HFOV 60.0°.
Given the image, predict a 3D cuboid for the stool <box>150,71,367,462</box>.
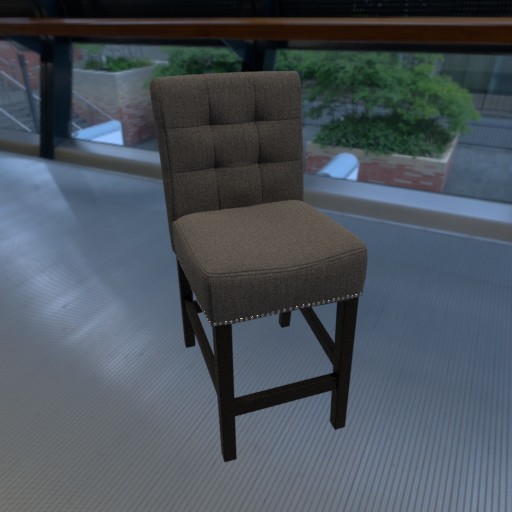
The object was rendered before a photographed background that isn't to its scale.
[{"bbox_3d":[0.000,0.000,1.231,0.427,0.885,0.571,-9,31,-16],"label":"stool"}]
